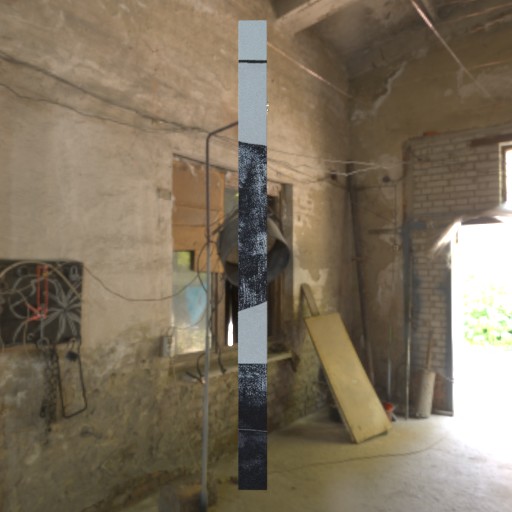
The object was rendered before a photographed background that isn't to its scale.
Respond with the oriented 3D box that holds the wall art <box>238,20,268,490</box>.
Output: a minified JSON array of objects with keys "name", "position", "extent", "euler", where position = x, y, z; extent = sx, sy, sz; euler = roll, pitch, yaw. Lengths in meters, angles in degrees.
[{"name":"wall art","position":[0.000,0.000,0.778],"extent":[0.039,0.610,0.407],"euler":[0,-1,1]}]
